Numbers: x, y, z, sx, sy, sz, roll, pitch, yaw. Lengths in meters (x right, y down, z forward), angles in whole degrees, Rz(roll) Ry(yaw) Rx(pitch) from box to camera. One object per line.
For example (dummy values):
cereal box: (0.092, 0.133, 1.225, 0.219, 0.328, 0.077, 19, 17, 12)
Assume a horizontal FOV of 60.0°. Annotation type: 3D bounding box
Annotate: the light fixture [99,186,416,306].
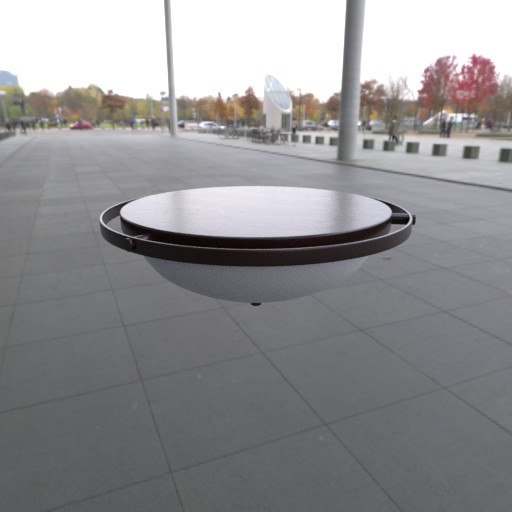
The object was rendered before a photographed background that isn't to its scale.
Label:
light fixture: (0.000, 0.000, 0.556, 0.361, 0.130, 0.361, 0, 17, 0)
